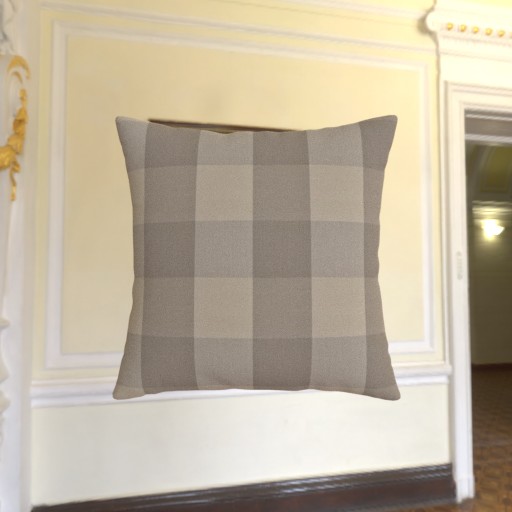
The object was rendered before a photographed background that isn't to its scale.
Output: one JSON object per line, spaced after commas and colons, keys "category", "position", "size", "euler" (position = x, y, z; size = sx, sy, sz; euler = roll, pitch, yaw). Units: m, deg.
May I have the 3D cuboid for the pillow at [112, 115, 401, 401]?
{"category": "pillow", "position": [0.000, 0.000, 0.793], "size": [0.511, 0.509, 0.161], "euler": [0, -2, 1]}
